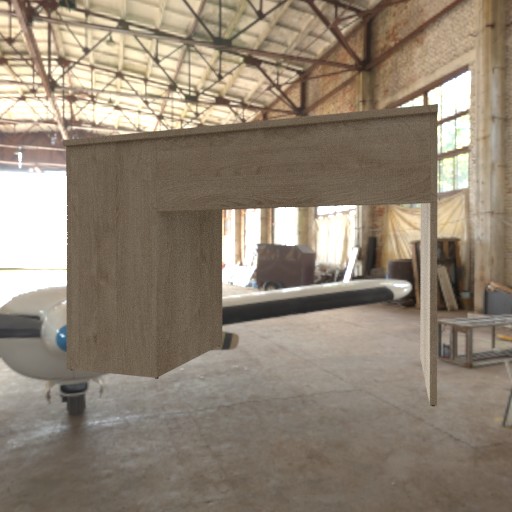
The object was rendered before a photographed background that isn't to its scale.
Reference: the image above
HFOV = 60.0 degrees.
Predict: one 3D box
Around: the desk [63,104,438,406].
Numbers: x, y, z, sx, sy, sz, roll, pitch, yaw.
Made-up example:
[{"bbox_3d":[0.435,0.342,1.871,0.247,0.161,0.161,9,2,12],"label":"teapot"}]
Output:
[{"bbox_3d":[0.000,0.000,1.492,1.096,0.730,0.560,0,0,18],"label":"desk"}]
